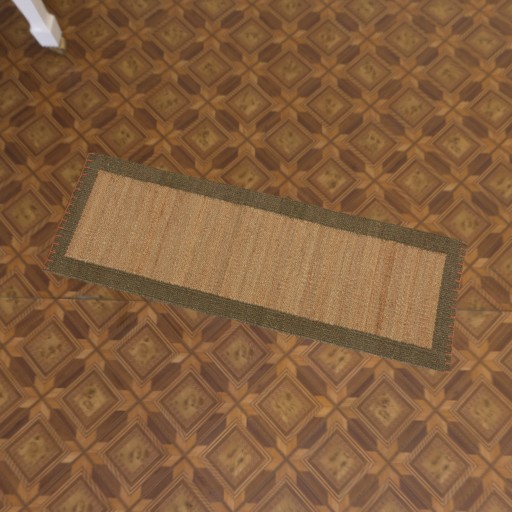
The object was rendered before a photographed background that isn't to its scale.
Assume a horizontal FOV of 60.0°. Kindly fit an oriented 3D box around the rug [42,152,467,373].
[{"bbox_3d":[0.000,0.000,2.635,2.413,0.016,0.810,14,75,4],"label":"rug"}]
